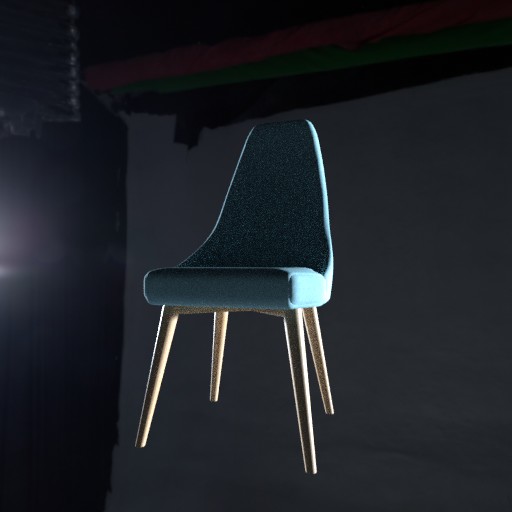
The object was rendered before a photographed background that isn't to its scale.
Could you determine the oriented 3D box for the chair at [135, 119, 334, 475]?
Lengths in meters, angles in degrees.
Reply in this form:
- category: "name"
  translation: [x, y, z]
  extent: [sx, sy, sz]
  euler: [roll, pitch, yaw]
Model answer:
- category: "chair"
  translation: [0.000, 0.000, 1.397]
  extent: [0.510, 1.040, 0.660]
  euler: [0, -1, 19]
